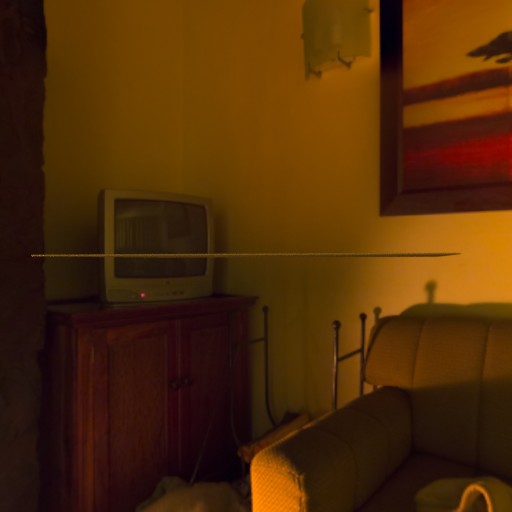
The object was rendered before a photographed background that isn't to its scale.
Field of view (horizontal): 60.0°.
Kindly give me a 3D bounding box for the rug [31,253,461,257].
[{"bbox_3d":[0.000,0.000,3.071,2.438,0.008,1.523,0,-1,19],"label":"rug"}]
